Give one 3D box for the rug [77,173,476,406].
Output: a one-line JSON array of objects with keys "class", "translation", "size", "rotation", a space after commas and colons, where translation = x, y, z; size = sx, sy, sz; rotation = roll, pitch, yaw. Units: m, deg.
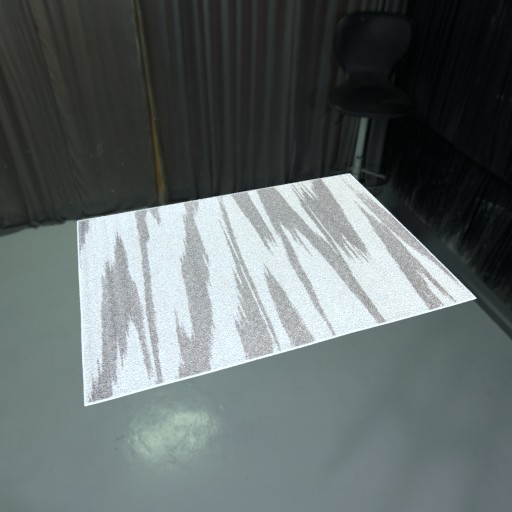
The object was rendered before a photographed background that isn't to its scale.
[{"class": "rug", "translation": [0.000, 0.000, 2.814], "size": [2.142, 0.010, 1.533], "rotation": [-12, 41, -14]}]
